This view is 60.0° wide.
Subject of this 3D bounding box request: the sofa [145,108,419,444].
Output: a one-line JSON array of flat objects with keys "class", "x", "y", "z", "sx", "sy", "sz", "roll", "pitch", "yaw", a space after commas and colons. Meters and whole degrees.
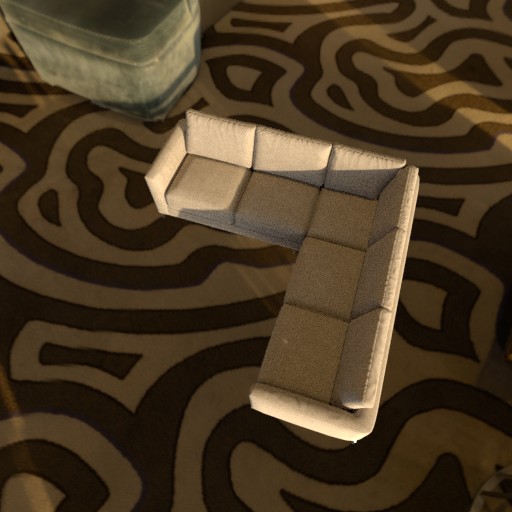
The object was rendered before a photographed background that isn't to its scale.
[{"class": "sofa", "x": 0.000, "y": 0.000, "z": 3.891, "sx": 2.438, "sy": 0.864, "sz": 2.438, "roll": 16, "pitch": 60, "yaw": 9}]
